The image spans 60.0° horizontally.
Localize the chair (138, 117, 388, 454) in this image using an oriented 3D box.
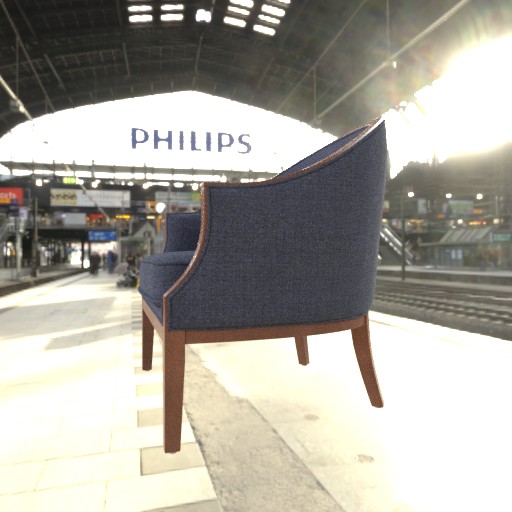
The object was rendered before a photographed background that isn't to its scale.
[{"bbox_3d":[0.000,0.000,1.440,0.735,0.876,0.803,0,0,-18],"label":"chair"}]
